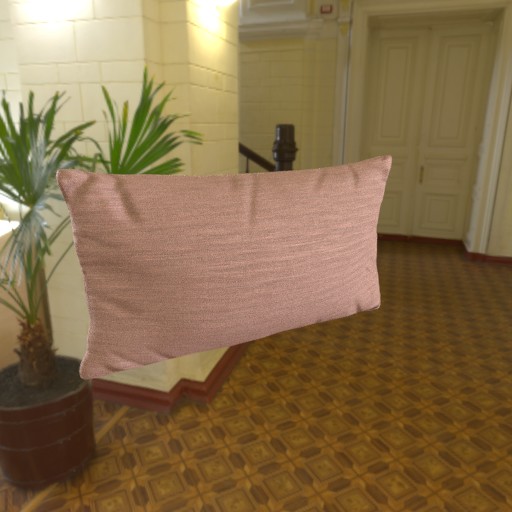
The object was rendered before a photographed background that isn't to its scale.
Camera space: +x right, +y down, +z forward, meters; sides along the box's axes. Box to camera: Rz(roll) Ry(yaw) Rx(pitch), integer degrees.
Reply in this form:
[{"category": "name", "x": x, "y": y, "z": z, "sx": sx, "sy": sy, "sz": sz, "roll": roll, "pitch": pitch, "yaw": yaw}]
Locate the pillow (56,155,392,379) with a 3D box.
[{"category": "pillow", "x": 0.000, "y": 0.000, "z": 0.803, "sx": 0.633, "sy": 0.338, "sz": 0.210, "roll": -9, "pitch": 19, "yaw": -27}]
